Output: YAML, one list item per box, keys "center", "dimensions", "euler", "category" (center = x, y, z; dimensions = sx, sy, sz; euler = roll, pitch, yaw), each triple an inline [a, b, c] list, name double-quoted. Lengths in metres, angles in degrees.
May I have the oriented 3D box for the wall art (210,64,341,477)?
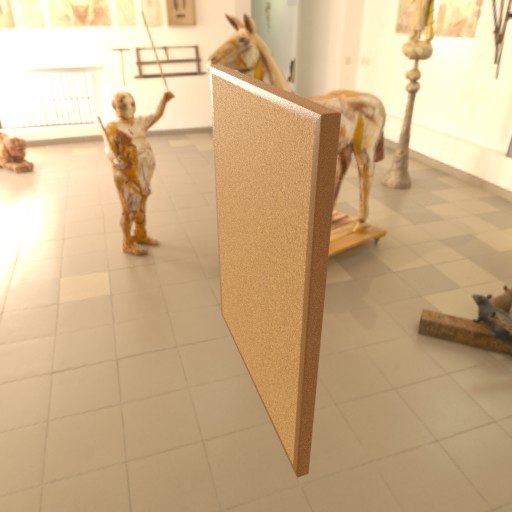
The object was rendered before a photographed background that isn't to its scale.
- center: [0.000, 0.000, 0.512]
  dimensions: [0.015, 0.379, 0.310]
  euler: [-10, 30, -17]
  category: "wall art"
